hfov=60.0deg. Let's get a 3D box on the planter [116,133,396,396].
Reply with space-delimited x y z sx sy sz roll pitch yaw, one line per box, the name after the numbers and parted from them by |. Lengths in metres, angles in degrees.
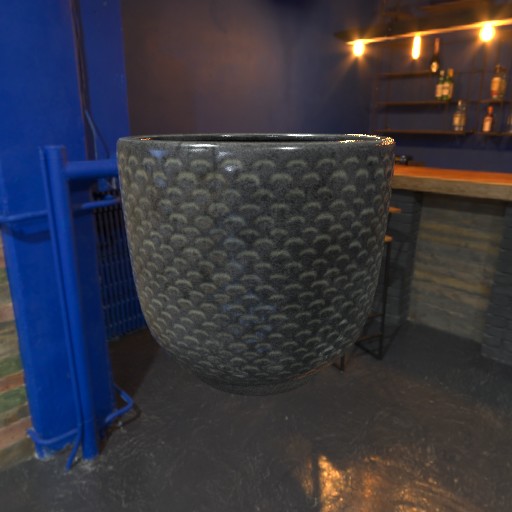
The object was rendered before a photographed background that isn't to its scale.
0.000 0.000 0.248 0.140 0.129 0.140 0 17 0 | planter
